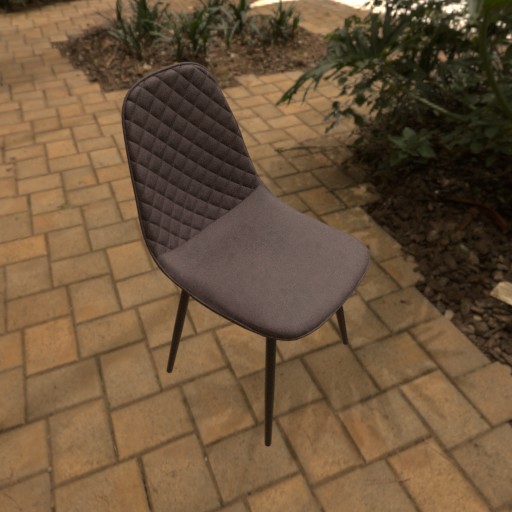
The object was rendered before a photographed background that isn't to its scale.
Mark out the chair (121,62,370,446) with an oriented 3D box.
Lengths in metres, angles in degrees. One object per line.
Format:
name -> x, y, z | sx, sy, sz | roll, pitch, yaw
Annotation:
chair -> 0.000, 0.000, 1.212 | 0.561, 0.889, 0.472 | 27, 48, 27
